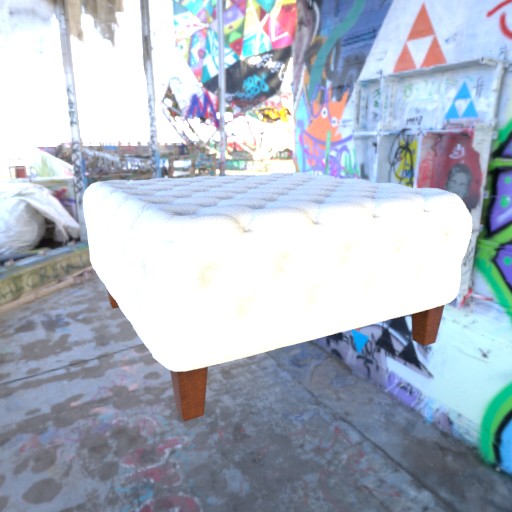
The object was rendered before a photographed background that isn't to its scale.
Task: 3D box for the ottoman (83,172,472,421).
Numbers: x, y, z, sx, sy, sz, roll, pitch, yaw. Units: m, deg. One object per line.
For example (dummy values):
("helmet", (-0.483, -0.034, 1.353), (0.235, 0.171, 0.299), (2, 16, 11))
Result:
("ottoman", (0.000, 0.000, 1.174), (0.755, 0.376, 0.753), (-8, 17, -28))
